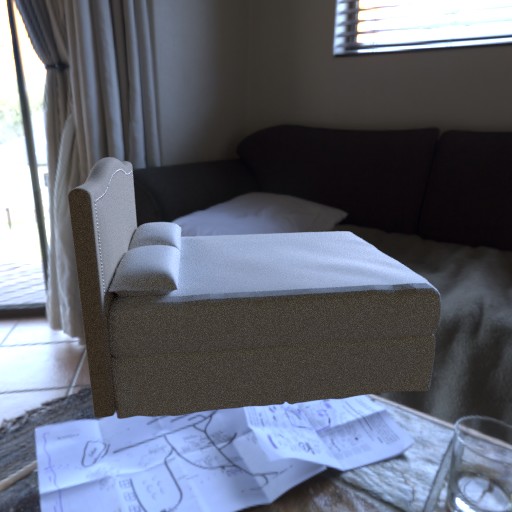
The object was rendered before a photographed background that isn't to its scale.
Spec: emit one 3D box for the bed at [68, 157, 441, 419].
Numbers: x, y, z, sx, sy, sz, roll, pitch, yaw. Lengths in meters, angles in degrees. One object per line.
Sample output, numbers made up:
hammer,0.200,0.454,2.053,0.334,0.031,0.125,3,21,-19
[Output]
bed,0.000,0.000,3.169,2.052,1.398,1.678,-2,17,-8
